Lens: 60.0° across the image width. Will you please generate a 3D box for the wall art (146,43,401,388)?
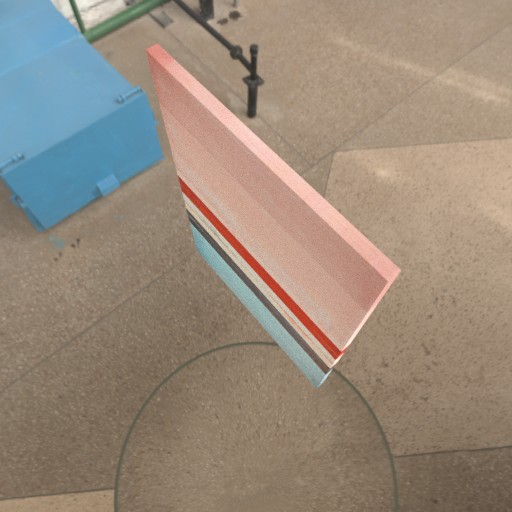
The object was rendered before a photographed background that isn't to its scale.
[{"bbox_3d":[0.000,0.000,1.356,0.039,1.016,0.761,-36,69,-17],"label":"wall art"}]
